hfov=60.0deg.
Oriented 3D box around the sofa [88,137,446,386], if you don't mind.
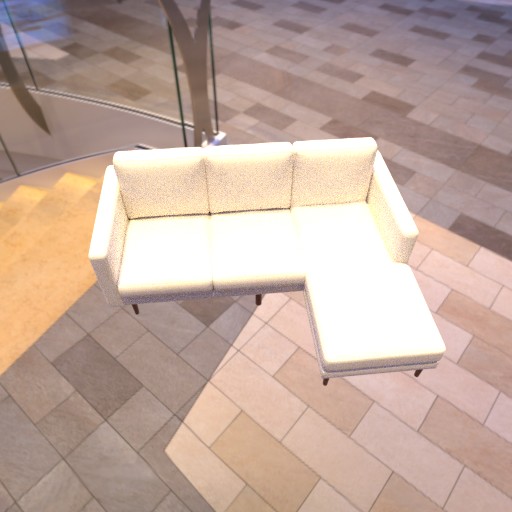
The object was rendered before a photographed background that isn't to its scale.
[{"bbox_3d":[0.000,0.000,2.920,2.029,0.899,1.580,-4,48,-4],"label":"sofa"}]
